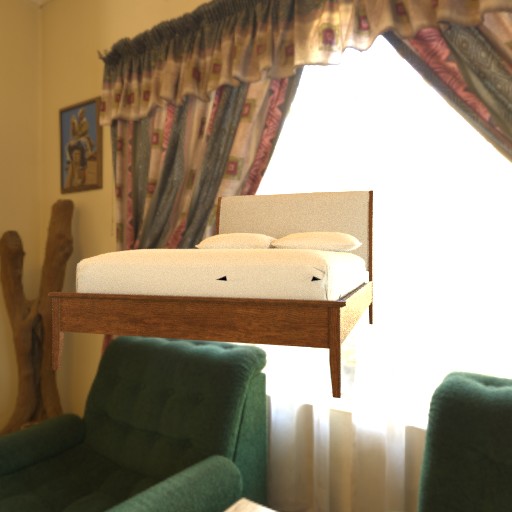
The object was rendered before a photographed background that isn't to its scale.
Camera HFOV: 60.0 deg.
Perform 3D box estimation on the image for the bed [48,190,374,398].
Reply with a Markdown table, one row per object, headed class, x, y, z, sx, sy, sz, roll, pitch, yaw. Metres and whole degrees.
| class | x | y | z | sx | sy | sz | roll | pitch | yaw |
| --- | --- | --- | --- | --- | --- | --- | --- | --- | --- |
| bed | 0.000 | 0.000 | 3.307 | 1.612 | 1.250 | 2.380 | 0 | 0 | 18 |
